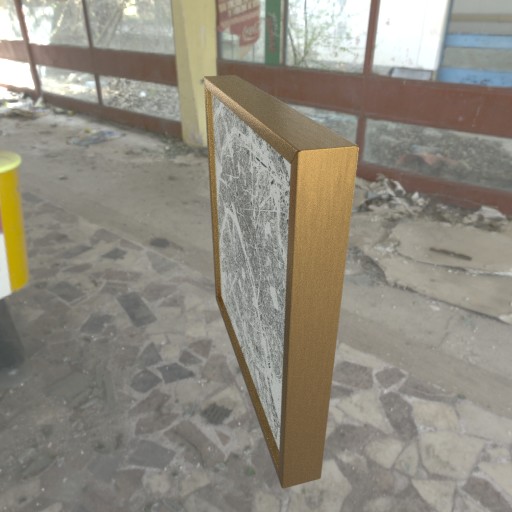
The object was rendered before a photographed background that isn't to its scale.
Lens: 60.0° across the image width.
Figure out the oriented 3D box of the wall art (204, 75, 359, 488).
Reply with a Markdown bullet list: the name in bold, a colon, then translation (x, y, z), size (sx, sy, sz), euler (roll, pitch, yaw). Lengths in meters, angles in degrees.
- **wall art**: translation (0.000, 0.000, 0.451), size (0.037, 0.305, 0.305), euler (-8, 30, -14)
